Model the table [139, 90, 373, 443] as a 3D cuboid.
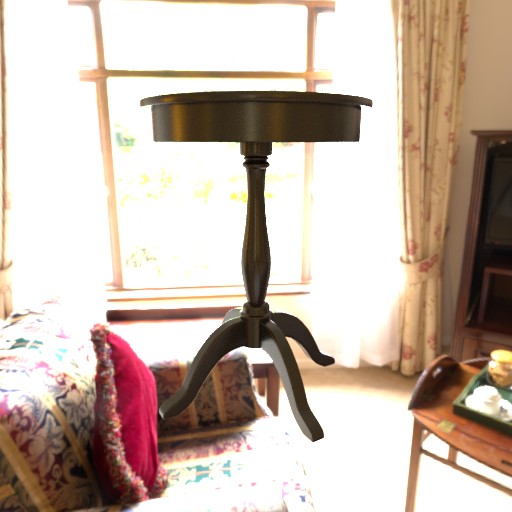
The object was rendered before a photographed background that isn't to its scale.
[{"bbox_3d":[0.000,0.000,1.013,0.481,0.665,0.481,0,14,0],"label":"table"}]
